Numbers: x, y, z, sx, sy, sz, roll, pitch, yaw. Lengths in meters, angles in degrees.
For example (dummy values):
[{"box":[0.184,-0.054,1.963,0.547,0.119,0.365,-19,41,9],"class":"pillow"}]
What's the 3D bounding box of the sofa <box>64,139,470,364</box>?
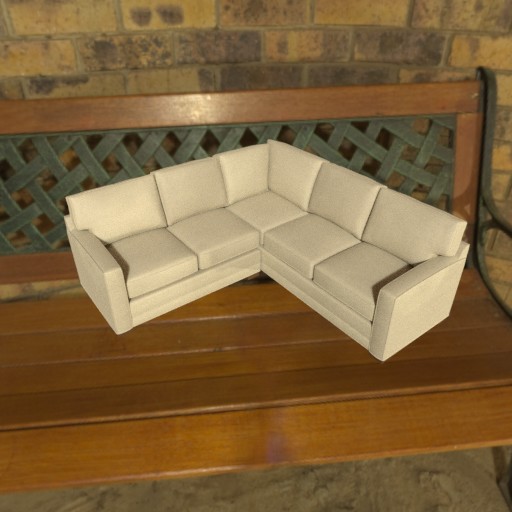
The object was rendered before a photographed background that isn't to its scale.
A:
[{"box":[0.000,0.000,3.440,2.182,0.939,2.189,-23,40,-30],"class":"sofa"}]
